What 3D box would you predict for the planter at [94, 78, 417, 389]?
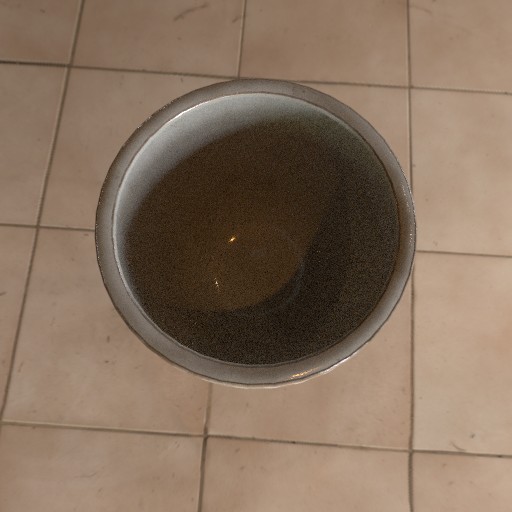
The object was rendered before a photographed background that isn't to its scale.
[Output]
[{"bbox_3d":[0.000,0.000,0.357,0.197,0.191,0.197,0,77,0],"label":"planter"}]
